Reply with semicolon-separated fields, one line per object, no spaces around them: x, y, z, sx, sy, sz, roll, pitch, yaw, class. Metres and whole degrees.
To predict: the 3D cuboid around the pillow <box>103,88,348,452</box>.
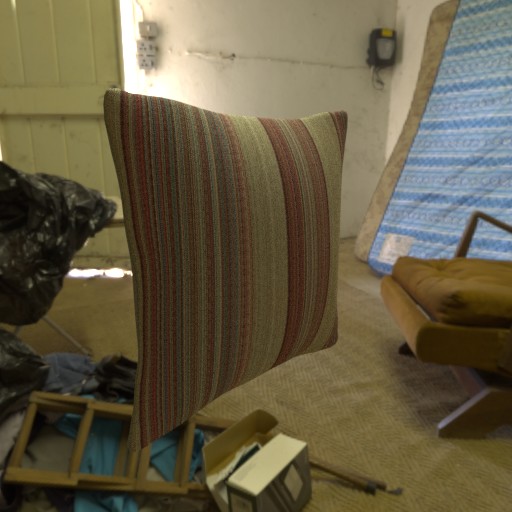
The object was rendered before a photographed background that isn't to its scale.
0.000;0.000;0.633;0.136;0.419;0.437;13;19;42;pillow
